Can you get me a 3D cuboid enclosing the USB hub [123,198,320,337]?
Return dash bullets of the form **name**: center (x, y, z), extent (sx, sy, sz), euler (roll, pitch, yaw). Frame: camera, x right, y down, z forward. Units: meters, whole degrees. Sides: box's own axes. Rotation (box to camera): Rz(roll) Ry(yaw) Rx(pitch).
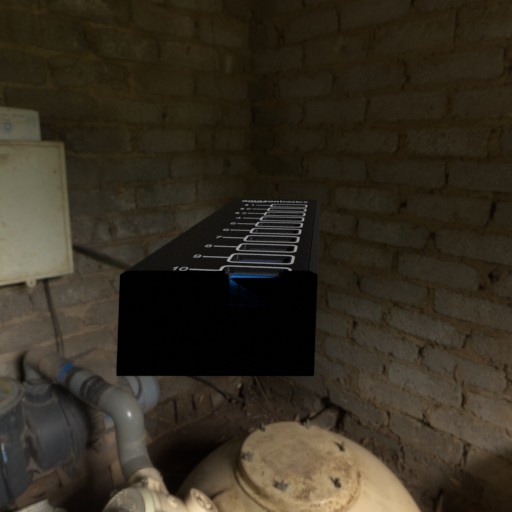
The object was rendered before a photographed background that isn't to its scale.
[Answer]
- **USB hub**: center (0.000, 0.000, 0.158), extent (0.044, 0.023, 0.145), euler (2, 15, 8)
